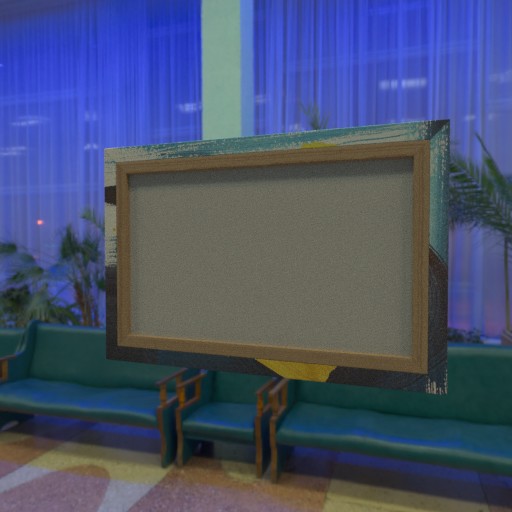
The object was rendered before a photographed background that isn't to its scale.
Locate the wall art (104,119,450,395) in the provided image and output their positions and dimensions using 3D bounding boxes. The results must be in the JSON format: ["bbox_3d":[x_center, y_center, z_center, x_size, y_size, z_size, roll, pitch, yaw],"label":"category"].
[{"bbox_3d":[0.000,0.000,1.148,0.914,0.610,0.039,1,2,20],"label":"wall art"}]
